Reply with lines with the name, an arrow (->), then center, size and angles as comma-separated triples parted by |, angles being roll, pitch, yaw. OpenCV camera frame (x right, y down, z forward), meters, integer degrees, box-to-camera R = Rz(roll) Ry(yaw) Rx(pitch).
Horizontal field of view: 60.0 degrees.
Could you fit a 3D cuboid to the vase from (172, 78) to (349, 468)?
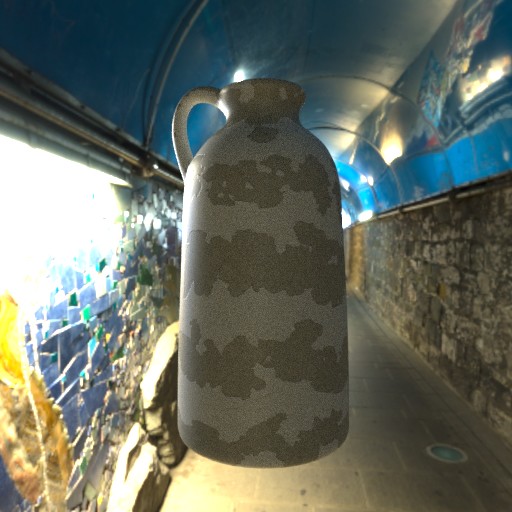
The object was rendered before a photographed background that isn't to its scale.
vase -> 0.000, 0.000, 0.486 | 0.203, 0.382, 0.186 | 1, 2, 18
